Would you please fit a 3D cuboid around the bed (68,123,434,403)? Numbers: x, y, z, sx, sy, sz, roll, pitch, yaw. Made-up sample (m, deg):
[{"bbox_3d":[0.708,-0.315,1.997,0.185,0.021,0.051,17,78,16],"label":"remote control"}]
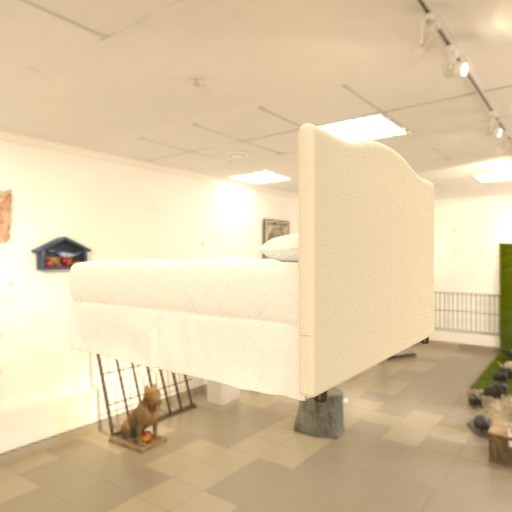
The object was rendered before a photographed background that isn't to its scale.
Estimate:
[{"bbox_3d":[0.000,0.000,3.494,2.182,1.421,2.083,0,0,36],"label":"bed"}]
